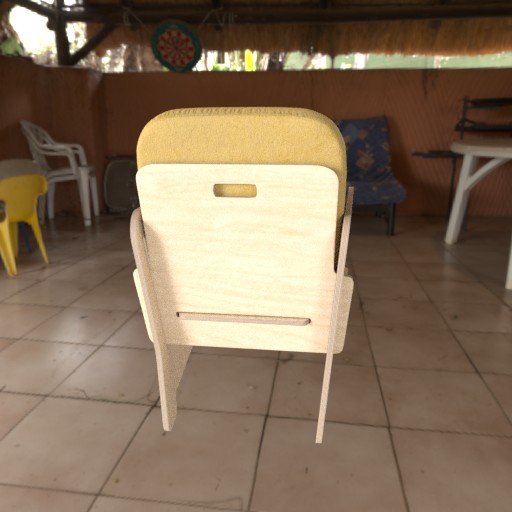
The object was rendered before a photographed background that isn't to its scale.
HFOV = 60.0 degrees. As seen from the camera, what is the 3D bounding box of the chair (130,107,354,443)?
[{"bbox_3d":[0.000,0.000,1.308,0.590,0.800,0.710,2,16,7],"label":"chair"}]
